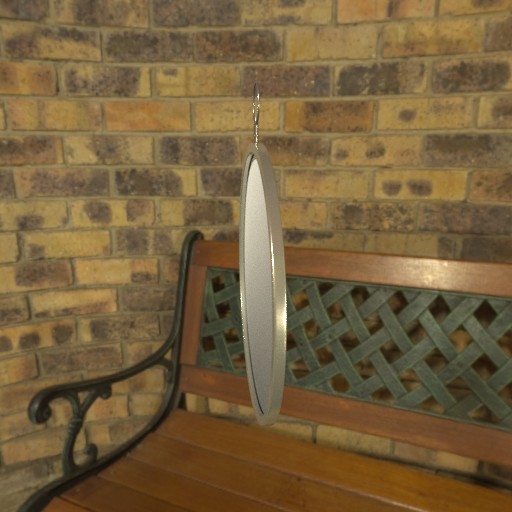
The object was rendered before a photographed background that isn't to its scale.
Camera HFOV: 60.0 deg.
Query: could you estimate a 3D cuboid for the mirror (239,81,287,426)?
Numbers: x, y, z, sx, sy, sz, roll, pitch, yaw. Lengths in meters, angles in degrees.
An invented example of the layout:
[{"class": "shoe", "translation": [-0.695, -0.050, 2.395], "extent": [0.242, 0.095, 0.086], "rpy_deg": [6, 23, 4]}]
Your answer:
[{"class": "mirror", "translation": [0.000, 0.000, 0.963], "extent": [0.020, 0.713, 0.594], "rpy_deg": [-2, 14, -7]}]
